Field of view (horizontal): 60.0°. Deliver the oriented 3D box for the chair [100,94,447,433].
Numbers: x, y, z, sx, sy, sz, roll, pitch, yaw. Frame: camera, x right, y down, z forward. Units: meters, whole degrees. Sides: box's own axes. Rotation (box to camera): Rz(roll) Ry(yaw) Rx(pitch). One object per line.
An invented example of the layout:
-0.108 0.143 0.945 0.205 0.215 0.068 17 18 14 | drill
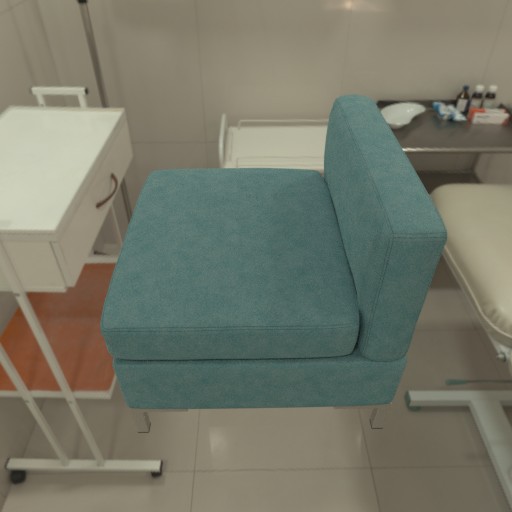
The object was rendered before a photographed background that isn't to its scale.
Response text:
0.000 0.000 1.209 0.685 0.660 0.684 -1 40 -1 | chair
